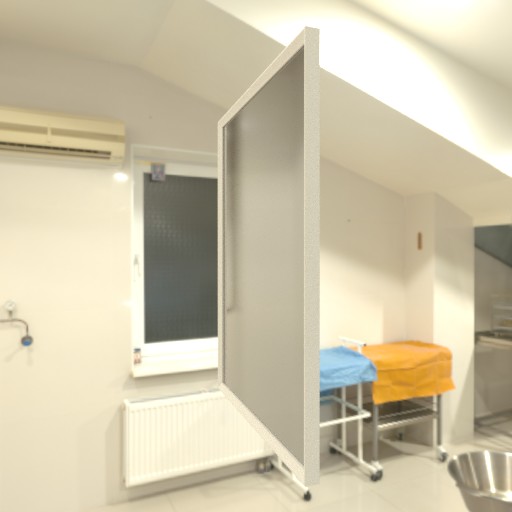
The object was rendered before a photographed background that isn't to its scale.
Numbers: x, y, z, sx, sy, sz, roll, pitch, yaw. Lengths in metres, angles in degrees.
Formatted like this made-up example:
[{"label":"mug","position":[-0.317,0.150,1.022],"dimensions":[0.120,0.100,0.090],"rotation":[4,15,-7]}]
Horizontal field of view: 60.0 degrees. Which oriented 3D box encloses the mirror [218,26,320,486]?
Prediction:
[{"label":"mirror","position":[0.000,0.000,1.342],"dimensions":[0.041,1.016,0.762],"rotation":[0,0,-19]}]
